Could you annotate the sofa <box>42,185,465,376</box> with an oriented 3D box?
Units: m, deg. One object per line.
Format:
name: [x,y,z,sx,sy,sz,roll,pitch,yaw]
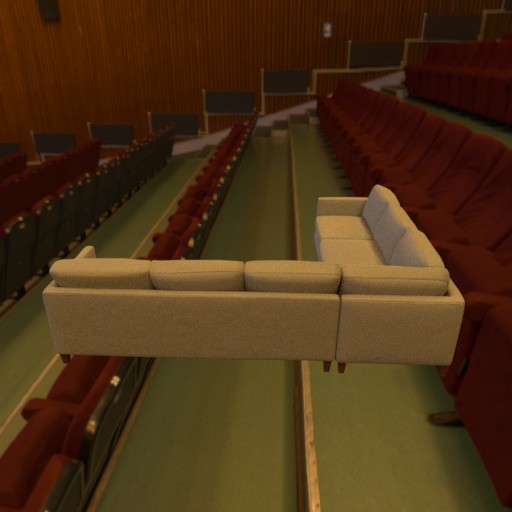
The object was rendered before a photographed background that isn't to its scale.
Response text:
sofa: [0.000,0.000,4.622,3.301,0.947,2.592,1,25,3]
